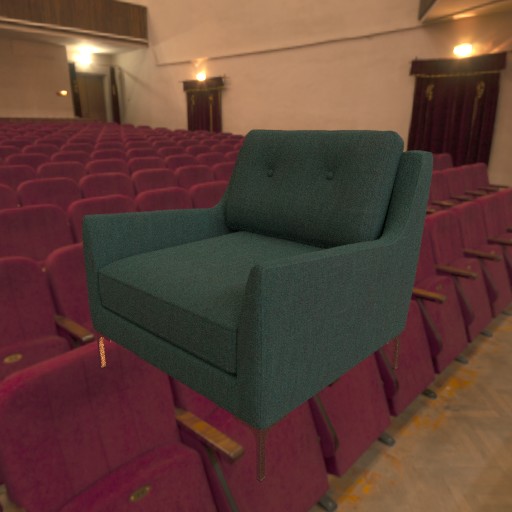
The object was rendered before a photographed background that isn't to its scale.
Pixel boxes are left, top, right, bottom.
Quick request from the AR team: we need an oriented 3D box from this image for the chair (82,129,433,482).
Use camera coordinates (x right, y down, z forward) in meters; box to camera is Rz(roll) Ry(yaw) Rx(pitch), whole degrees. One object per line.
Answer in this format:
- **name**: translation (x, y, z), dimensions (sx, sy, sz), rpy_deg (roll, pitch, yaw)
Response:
- **chair**: translation (0.000, 0.000, 1.517), dimensions (0.847, 0.828, 0.849), rpy_deg (15, 22, 41)
